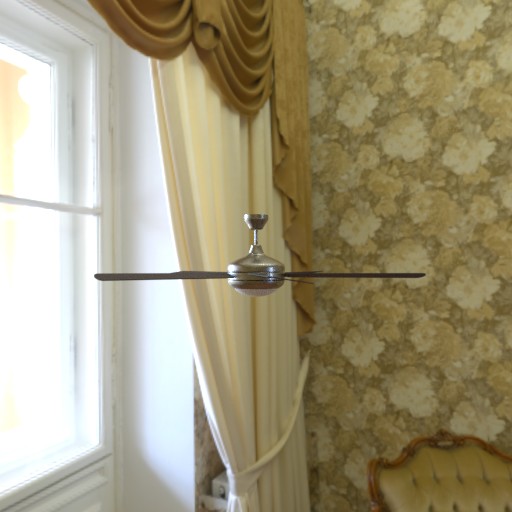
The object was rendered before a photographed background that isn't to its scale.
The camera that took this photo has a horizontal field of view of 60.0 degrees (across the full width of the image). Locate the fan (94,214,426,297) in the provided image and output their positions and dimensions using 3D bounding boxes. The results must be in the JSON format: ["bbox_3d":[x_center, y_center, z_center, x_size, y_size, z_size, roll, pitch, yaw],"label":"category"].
[{"bbox_3d":[0.000,0.000,1.933,1.321,0.356,1.321,0,-1,-18],"label":"fan"}]
